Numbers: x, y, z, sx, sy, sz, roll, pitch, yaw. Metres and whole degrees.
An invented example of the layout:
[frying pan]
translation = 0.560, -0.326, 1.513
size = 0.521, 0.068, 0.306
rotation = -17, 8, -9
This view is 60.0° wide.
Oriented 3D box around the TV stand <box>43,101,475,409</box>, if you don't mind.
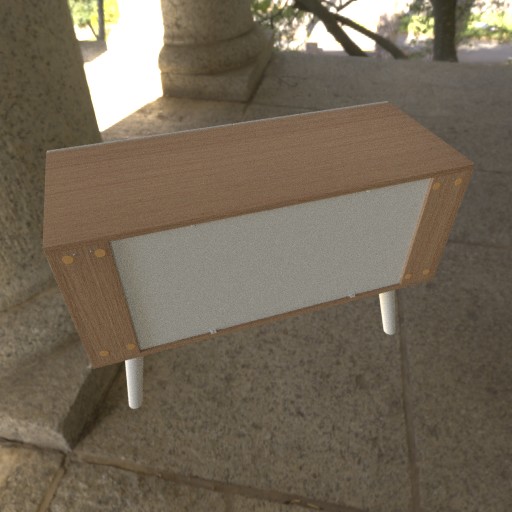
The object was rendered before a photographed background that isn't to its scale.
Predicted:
[TV stand]
translation = 0.000, 0.000, 1.323
size = 0.991, 0.660, 0.407
rotation = -13, 43, -14
